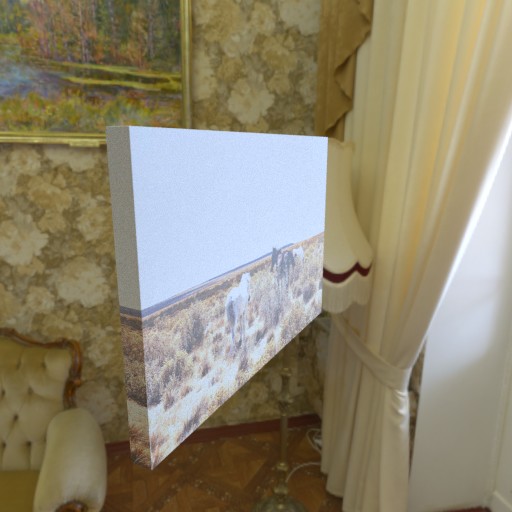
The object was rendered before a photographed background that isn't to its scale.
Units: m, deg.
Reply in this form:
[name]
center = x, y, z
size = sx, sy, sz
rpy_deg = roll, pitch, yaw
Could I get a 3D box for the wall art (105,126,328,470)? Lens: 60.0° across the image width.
[wall art]
center = 0.000, 0.000, 1.146
size = 0.050, 0.610, 0.914
rpy_deg = 7, 16, 27
